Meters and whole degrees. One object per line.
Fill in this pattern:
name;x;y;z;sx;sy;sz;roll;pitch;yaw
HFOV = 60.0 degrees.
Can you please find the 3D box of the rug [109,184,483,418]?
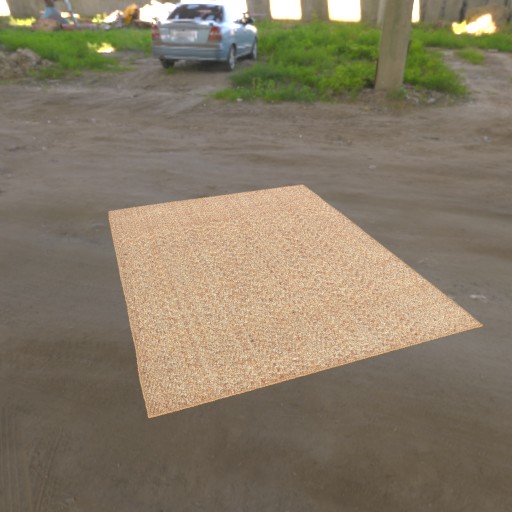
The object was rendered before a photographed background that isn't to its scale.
rug;0.000;0.000;4.110;2.439;0.013;3.048;-10;32;-17
